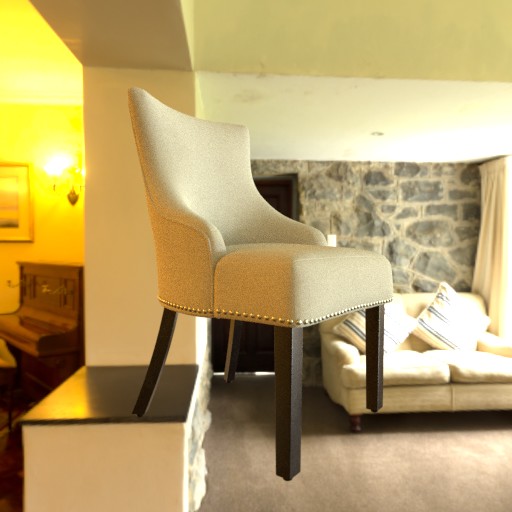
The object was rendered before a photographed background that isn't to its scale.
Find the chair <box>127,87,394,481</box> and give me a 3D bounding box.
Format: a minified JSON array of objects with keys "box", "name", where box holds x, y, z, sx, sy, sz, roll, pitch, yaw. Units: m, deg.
[{"box":[0.000,0.000,1.251,0.629,0.909,0.566,1,1,37],"name":"chair"}]
